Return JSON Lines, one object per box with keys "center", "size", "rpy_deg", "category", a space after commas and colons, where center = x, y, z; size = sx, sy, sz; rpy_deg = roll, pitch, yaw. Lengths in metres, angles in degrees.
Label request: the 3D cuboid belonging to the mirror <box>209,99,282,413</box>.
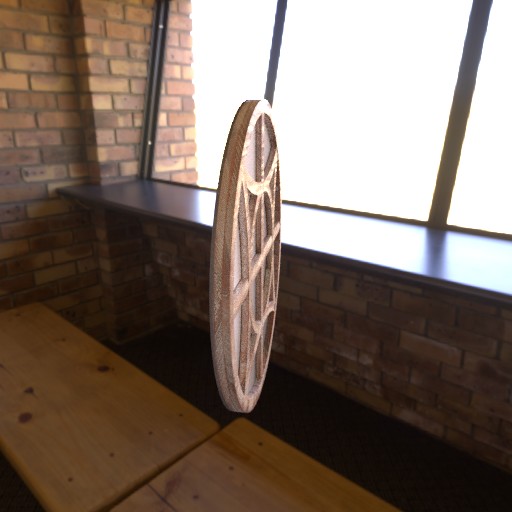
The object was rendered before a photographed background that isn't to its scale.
{"center": [0.000, 0.000, 1.065], "size": [0.038, 0.710, 0.710], "rpy_deg": [3, 18, 10], "category": "mirror"}
